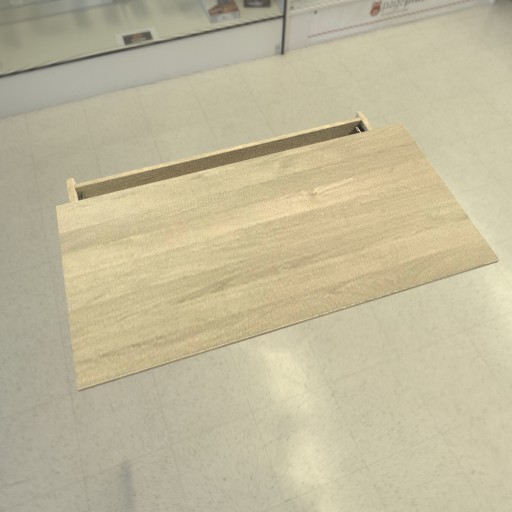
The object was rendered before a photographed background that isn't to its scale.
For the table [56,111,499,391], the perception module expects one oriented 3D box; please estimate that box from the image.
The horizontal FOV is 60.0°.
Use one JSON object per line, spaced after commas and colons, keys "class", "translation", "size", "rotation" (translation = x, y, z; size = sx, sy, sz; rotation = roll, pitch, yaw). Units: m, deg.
{"class": "table", "translation": [0.000, 0.000, 1.403], "size": [1.000, 0.570, 0.712], "rotation": [-16, 60, -9]}
